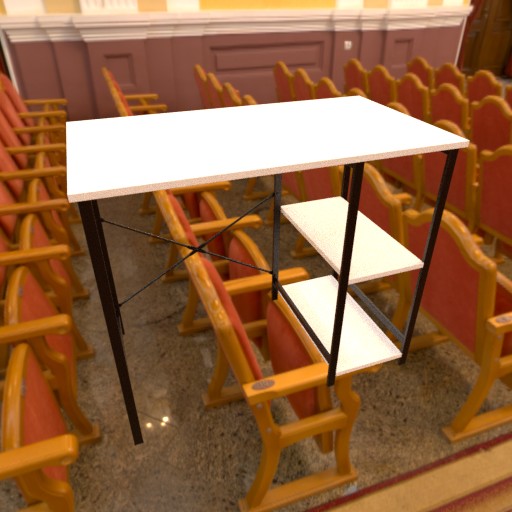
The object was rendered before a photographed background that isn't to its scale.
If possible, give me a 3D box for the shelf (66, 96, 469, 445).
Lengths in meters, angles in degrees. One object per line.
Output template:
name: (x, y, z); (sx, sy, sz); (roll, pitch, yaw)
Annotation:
shelf: (0.000, 0.000, 1.322); (0.902, 0.750, 0.498); (-11, 34, -17)
